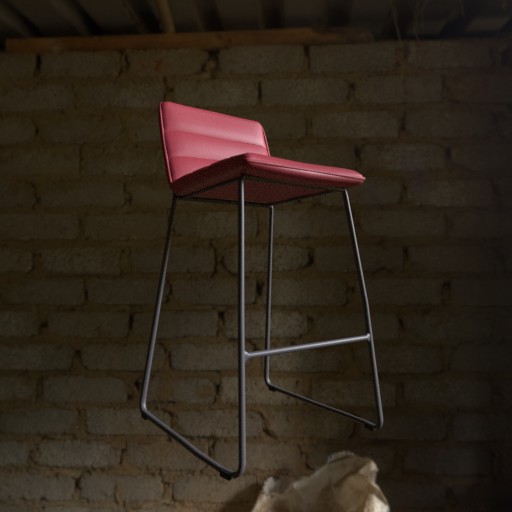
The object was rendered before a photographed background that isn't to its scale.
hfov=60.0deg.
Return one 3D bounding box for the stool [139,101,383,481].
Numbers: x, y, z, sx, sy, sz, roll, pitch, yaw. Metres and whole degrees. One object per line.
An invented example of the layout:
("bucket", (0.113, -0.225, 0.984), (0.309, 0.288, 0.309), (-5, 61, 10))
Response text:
("stool", (0.000, 0.000, 1.245), (0.489, 0.937, 0.524), (0, -1, -36))
